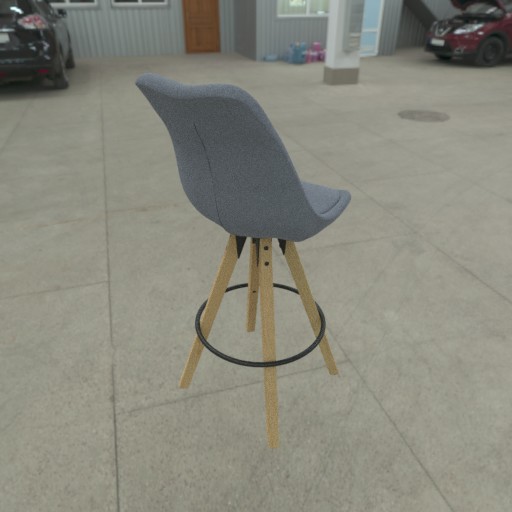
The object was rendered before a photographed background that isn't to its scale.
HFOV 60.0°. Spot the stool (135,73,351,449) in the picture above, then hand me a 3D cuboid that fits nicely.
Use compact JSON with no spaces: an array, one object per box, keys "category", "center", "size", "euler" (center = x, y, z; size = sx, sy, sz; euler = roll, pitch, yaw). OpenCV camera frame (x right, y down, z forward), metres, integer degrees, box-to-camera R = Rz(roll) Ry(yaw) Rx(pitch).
[{"category":"stool","center":[0.000,0.000,1.400],"size":[0.485,1.115,0.550],"euler":[21,37,32]}]
